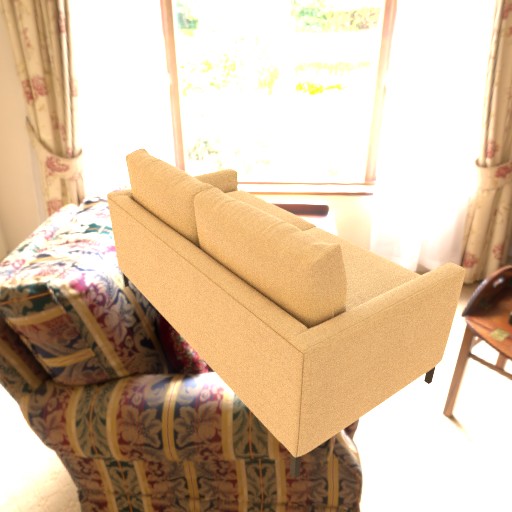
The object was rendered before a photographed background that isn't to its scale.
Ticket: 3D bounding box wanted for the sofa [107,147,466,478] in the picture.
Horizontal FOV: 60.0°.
[{"bbox_3d":[0.000,0.000,2.112,0.839,0.812,1.651,-19,33,-31],"label":"sofa"}]
